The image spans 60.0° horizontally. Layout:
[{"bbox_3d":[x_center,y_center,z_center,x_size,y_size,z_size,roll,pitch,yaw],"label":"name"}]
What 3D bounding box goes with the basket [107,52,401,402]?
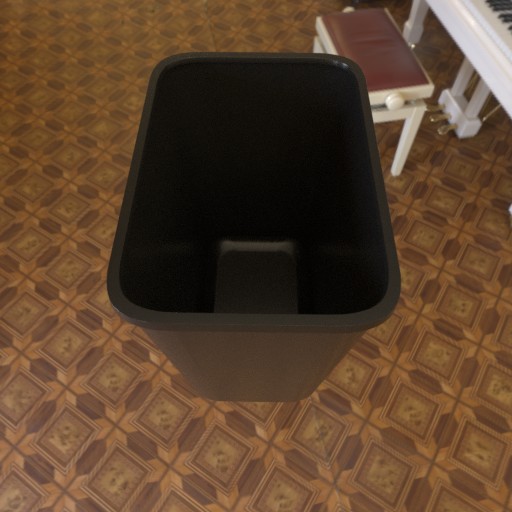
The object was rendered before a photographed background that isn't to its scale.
[{"bbox_3d":[0.000,0.000,0.503,0.211,0.307,0.300,1,58,0],"label":"basket"}]
